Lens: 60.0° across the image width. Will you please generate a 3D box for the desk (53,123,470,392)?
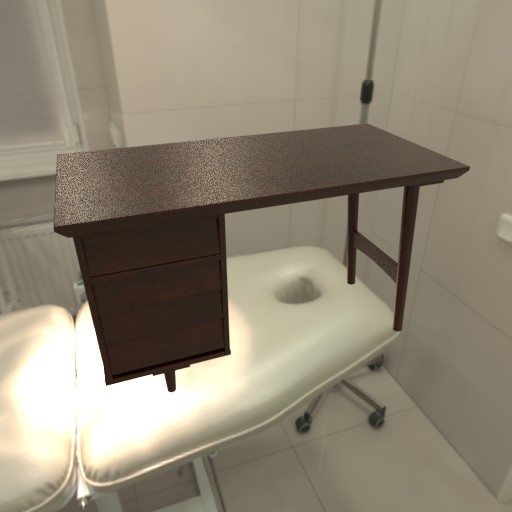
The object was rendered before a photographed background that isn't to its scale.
[{"bbox_3d":[0.000,0.000,1.705,1.277,0.758,0.612,-11,32,-17],"label":"desk"}]
